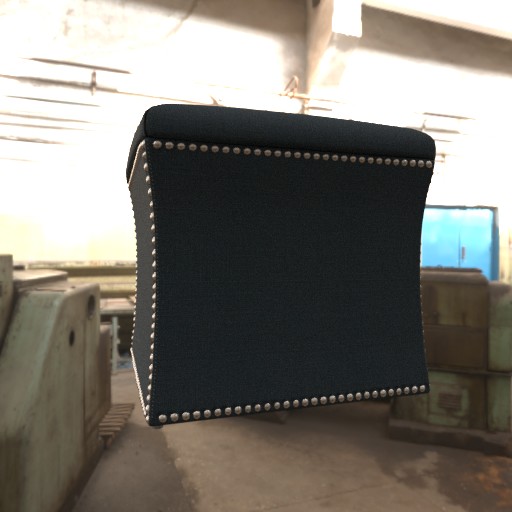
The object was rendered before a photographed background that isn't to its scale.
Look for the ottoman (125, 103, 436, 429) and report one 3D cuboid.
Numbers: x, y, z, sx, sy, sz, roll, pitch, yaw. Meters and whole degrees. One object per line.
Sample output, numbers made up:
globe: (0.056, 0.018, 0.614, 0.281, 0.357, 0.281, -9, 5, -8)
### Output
ottoman: (0.000, 0.000, 0.893, 0.497, 0.475, 0.507, 0, 1, -18)
